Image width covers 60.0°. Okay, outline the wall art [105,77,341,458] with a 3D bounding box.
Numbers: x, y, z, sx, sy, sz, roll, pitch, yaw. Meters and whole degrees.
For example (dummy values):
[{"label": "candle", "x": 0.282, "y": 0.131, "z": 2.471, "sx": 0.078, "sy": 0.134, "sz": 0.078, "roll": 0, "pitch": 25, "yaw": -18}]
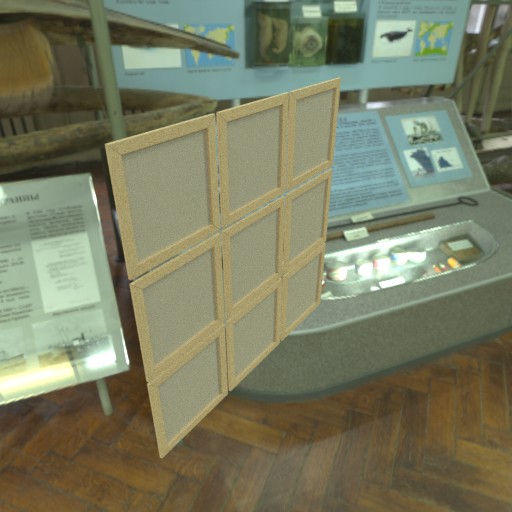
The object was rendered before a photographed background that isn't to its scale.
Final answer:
[{"label": "wall art", "x": 0.000, "y": 0.000, "z": 2.245, "sx": 0.014, "sy": 1.507, "sz": 1.519, "roll": 21, "pitch": 36, "yaw": 31}]
